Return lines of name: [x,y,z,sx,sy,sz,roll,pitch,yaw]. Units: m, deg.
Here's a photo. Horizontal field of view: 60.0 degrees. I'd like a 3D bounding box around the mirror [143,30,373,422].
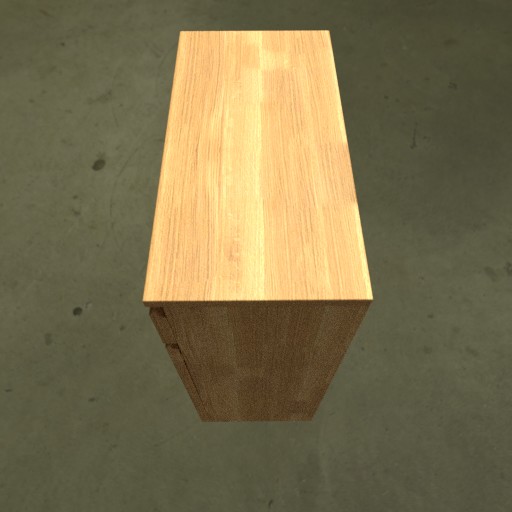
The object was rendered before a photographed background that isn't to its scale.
mirror: [0.000,0.000,1.401,0.400,1.000,0.800,0,58,0]
